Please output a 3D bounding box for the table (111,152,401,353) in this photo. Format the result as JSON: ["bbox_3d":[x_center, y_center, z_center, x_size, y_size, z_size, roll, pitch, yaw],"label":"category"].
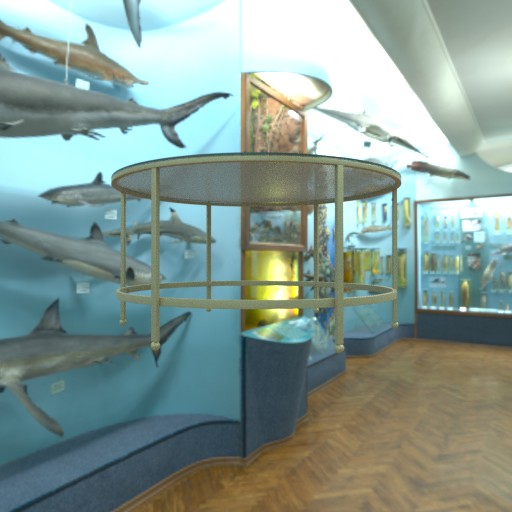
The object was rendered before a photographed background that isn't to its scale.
[{"bbox_3d":[0.000,0.000,1.465,0.914,0.470,0.914,0,0,0],"label":"table"}]
